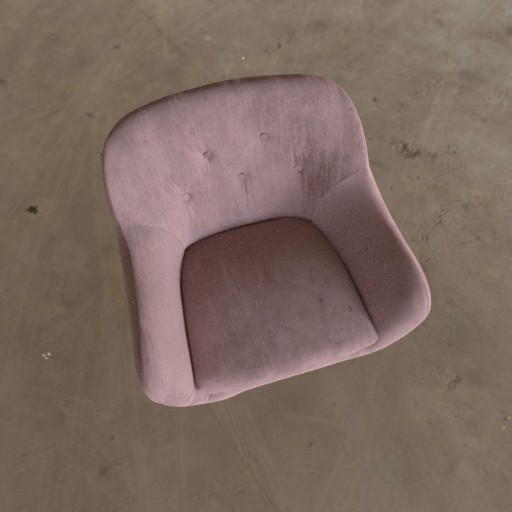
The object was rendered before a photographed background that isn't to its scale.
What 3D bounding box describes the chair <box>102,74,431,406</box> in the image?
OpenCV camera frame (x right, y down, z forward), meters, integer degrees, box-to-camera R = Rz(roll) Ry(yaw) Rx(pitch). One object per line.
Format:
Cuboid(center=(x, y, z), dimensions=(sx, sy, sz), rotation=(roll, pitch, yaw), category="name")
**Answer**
Cuboid(center=(0.000, 0.000, 1.505), dimensions=(0.840, 0.820, 0.820), rotation=(-14, 64, -7), category="chair")
